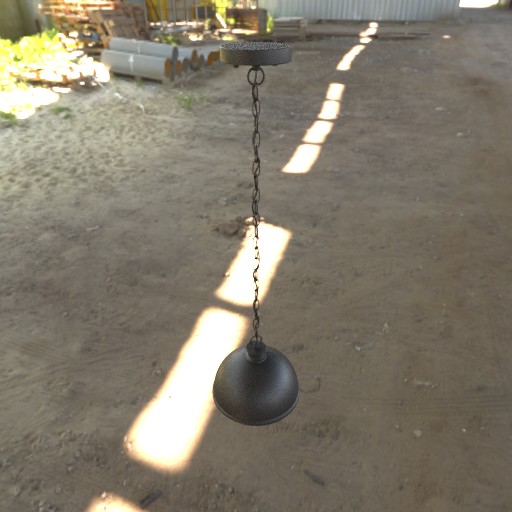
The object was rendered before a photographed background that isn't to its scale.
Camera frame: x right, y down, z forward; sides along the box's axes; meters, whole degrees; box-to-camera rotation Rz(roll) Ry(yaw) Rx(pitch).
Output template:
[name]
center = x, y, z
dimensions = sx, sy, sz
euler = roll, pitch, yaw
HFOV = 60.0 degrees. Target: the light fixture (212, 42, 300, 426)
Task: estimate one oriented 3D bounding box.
[light fixture]
center = 0.000, 0.000, 1.265
dimensions = 0.304, 1.090, 0.304
euler = -10, 33, -15
